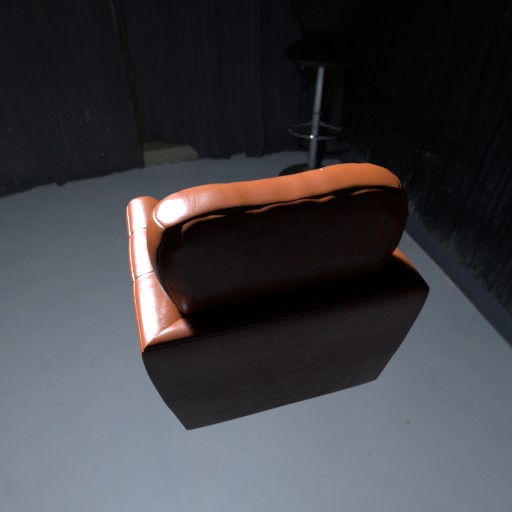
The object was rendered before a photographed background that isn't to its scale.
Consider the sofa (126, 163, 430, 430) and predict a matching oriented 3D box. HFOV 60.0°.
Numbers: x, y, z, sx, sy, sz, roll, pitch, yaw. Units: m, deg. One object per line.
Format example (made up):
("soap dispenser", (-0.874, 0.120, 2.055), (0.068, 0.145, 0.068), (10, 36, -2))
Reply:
("sofa", (0.000, 0.000, 1.529), (0.836, 0.876, 0.789), (-11, 43, -12))
